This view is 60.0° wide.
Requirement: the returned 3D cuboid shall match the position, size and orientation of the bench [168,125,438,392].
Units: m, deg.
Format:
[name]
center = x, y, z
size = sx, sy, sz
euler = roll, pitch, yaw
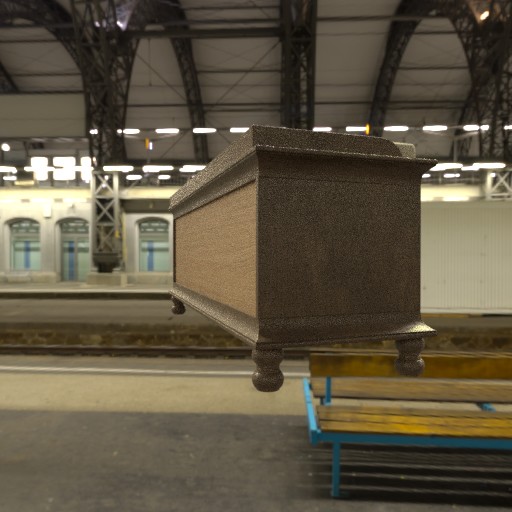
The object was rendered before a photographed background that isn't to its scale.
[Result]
[bench]
center = 0.000, 0.000, 1.422
size = 0.402, 0.501, 1.185
euler = 0, 0, -19
